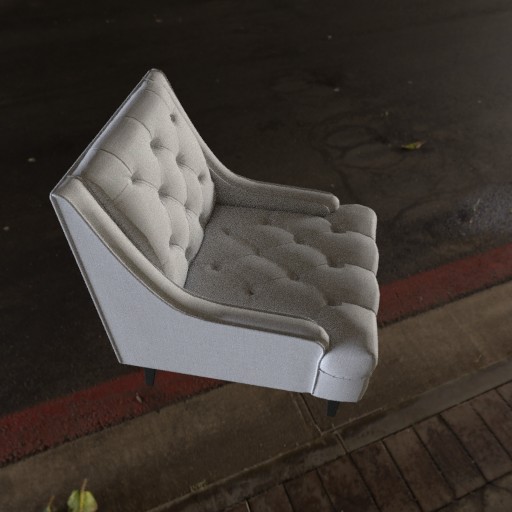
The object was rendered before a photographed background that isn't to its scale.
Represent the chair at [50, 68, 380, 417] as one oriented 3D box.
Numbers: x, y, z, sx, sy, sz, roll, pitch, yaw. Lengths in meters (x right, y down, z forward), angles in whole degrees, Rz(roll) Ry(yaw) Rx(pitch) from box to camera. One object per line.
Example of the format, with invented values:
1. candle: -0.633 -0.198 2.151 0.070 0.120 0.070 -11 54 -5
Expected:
1. chair: 0.000 0.000 1.399 0.772 0.891 0.658 7 46 7
